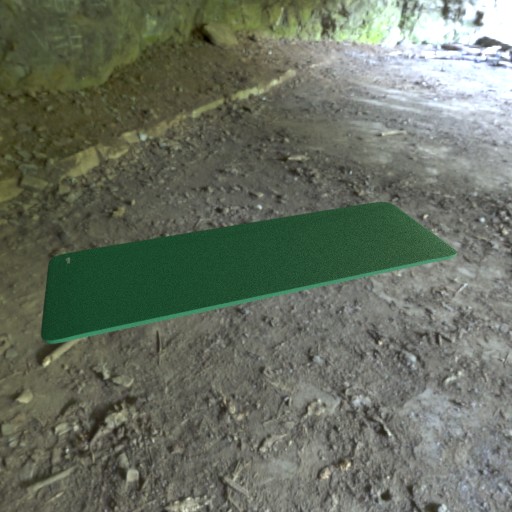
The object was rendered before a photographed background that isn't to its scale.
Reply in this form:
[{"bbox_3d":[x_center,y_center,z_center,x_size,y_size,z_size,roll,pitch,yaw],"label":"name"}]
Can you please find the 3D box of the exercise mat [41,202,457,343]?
[{"bbox_3d":[0.000,0.000,2.107,1.869,0.021,0.616,-11,34,-16],"label":"exercise mat"}]
